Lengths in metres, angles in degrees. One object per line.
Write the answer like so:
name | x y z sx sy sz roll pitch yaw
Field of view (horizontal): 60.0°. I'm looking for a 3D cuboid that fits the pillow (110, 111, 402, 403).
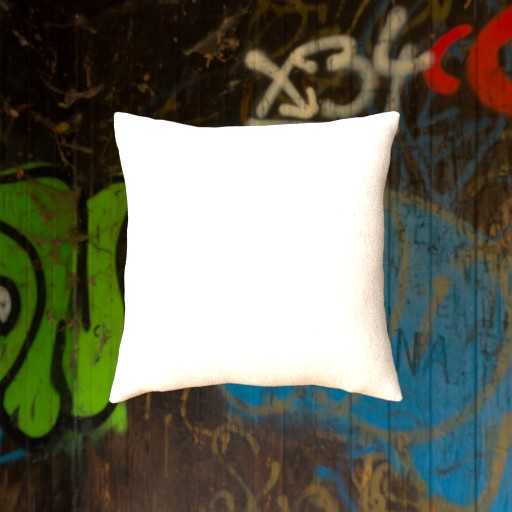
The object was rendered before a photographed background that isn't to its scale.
pillow | 0.000 0.000 0.663 0.433 0.436 0.173 0 0 1
